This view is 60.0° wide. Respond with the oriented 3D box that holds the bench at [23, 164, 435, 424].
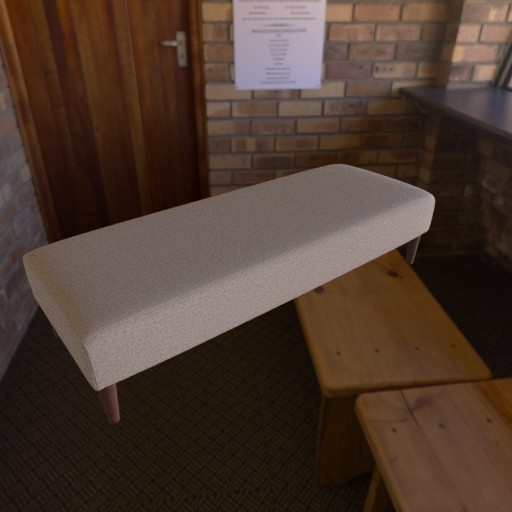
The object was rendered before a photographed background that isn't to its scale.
[{"bbox_3d":[0.000,0.000,1.823,1.598,0.383,0.631,-21,36,-33],"label":"bench"}]
